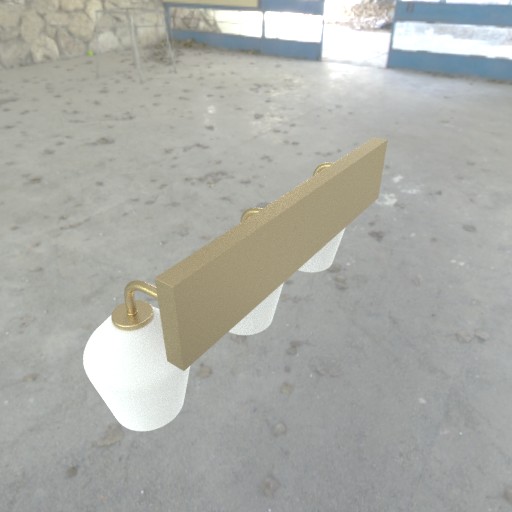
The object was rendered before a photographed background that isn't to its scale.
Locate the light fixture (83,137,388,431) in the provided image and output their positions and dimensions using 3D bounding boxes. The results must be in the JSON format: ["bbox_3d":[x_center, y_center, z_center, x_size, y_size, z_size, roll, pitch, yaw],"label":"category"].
[{"bbox_3d":[0.000,0.000,0.721,0.190,0.280,0.609,21,38,29],"label":"light fixture"}]
